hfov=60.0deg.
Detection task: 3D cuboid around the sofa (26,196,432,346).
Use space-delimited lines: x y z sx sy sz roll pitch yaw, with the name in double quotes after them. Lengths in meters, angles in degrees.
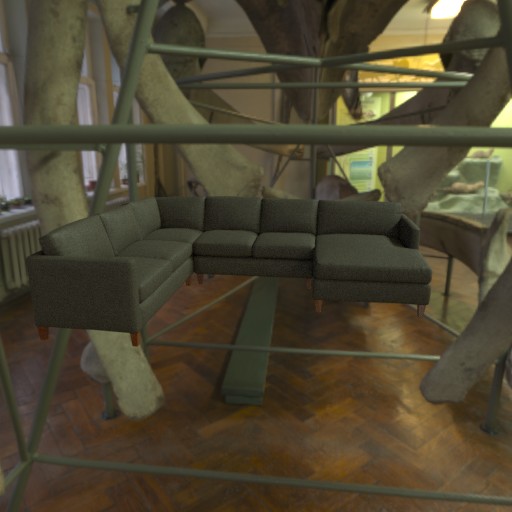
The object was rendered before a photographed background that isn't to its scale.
0.000 0.000 4.631 3.460 0.961 2.594 2 15 8 "sofa"
